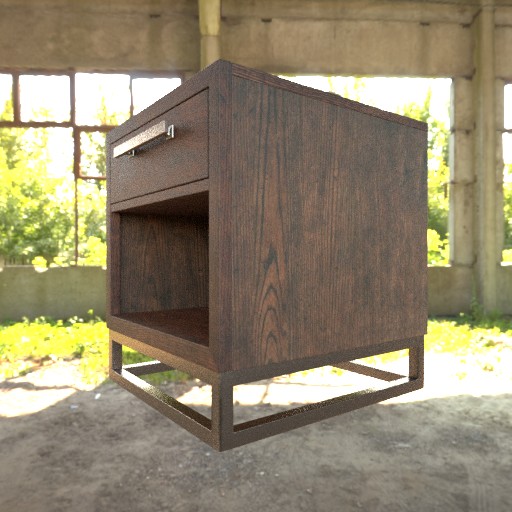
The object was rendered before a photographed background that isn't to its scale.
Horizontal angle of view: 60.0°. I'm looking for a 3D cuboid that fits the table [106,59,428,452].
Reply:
[{"bbox_3d":[0.000,0.000,1.005,0.566,0.582,0.506,0,0,-37],"label":"table"}]
